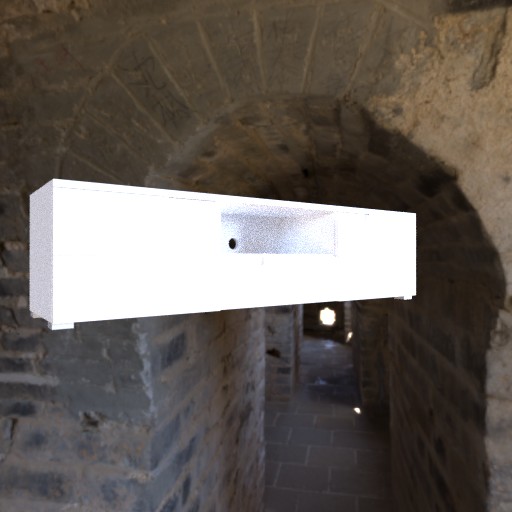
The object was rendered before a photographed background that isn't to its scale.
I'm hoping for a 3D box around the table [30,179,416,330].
[{"bbox_3d":[0.000,0.000,1.858,1.650,0.420,0.390,0,0,-35],"label":"table"}]
